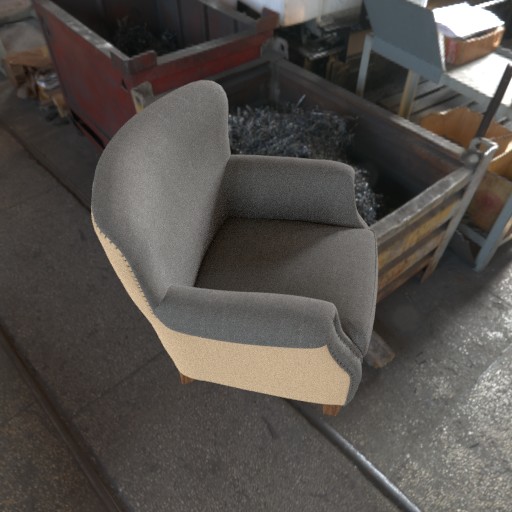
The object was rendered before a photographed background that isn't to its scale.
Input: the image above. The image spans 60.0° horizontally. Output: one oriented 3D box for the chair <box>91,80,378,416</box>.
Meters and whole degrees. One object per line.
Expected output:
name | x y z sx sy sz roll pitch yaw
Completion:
chair | 0.000 0.000 1.641 0.921 0.936 0.861 10 49 9
